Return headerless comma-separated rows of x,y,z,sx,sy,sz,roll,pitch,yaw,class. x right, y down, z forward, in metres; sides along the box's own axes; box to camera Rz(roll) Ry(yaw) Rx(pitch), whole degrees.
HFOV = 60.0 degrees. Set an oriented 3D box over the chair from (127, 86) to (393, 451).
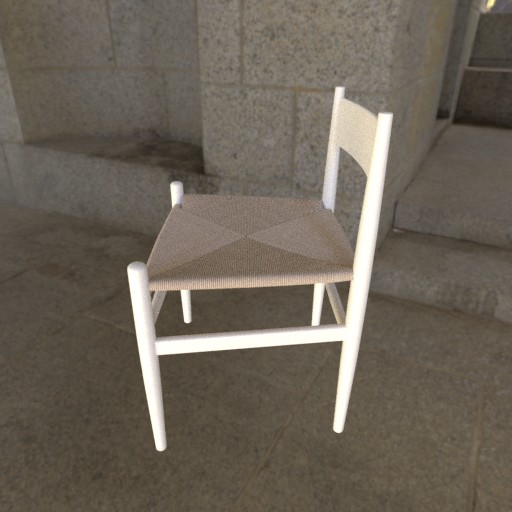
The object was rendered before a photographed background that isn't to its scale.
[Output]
0.000,0.000,1.120,0.495,0.762,0.556,0,27,-1,chair
